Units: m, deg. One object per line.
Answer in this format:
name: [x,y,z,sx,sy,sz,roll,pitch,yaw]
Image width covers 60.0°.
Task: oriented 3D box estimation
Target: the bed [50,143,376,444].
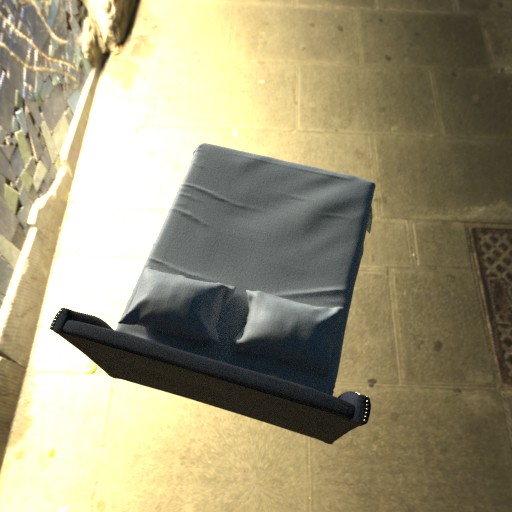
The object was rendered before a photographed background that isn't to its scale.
bed: [0.000,0.000,3.555,1.925,1.332,2.276,15,64,7]
